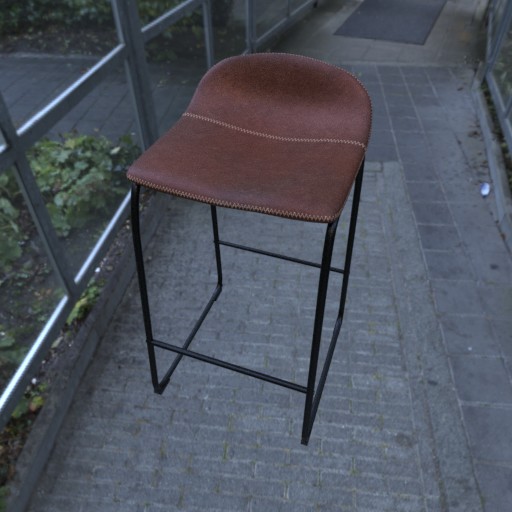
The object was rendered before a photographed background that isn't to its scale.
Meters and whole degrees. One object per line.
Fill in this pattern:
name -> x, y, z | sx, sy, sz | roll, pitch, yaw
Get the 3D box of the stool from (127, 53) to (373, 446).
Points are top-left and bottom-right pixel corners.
stool -> 0.000, 0.000, 1.109 | 0.454, 0.830, 0.473 | 14, 44, 15
